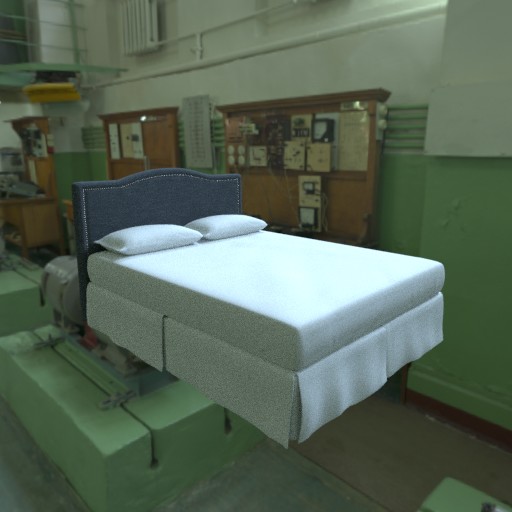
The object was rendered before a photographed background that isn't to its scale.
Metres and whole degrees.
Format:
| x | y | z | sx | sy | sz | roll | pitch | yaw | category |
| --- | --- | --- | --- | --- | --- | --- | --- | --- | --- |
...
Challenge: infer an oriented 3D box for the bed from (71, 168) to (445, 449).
| x | y | z | sx | sy | sz | roll | pitch | yaw | category |
| --- | --- | --- | --- | --- | --- | --- | --- | --- | --- |
| 0.000 | 0.000 | 3.930 | 2.689 | 1.457 | 2.161 | 13 | 19 | 43 | bed |
